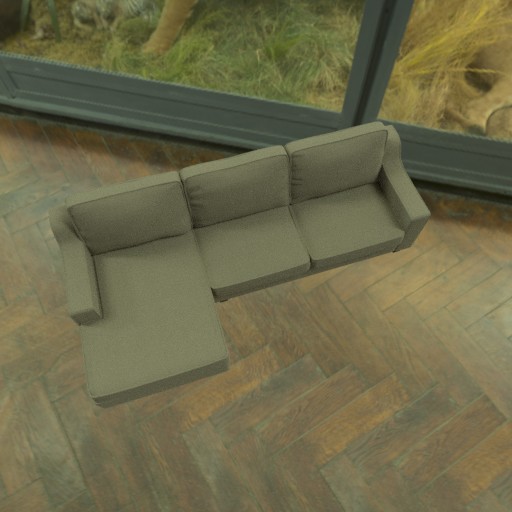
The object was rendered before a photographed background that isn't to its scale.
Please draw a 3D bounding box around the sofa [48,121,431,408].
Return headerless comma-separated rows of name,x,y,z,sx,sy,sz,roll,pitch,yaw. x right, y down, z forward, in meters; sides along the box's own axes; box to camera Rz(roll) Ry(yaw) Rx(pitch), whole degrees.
sofa,0.000,0.000,3.141,2.561,0.928,1.294,-15,63,-8
